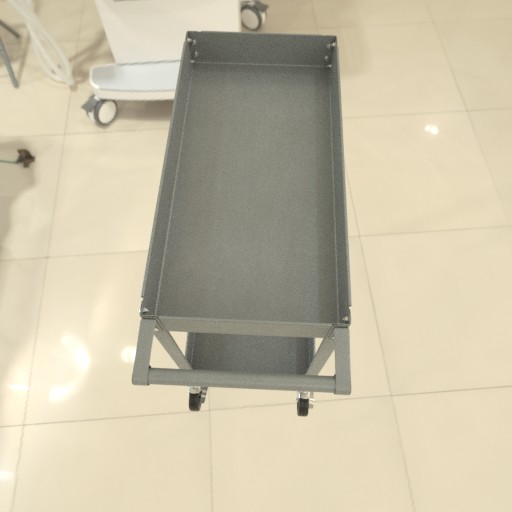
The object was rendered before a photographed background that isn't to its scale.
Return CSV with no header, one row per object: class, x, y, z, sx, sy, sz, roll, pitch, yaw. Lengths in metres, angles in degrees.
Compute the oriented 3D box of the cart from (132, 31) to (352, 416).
cart,0.000,0.000,1.145,0.366,0.719,0.779,2,64,1
